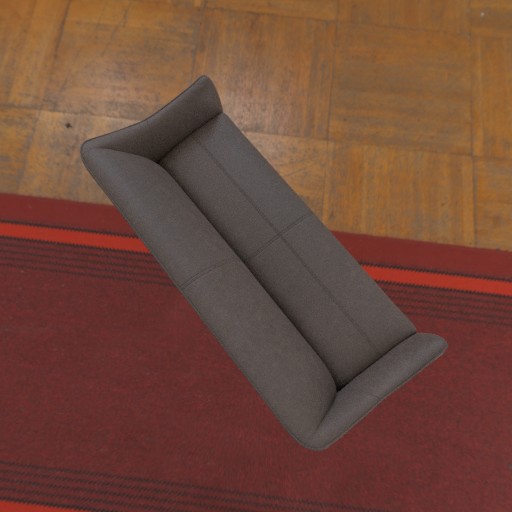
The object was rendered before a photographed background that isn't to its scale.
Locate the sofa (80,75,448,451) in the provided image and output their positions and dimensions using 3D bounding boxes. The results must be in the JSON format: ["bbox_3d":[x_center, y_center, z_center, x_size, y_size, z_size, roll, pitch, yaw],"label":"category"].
[{"bbox_3d":[0.000,0.000,2.402,0.869,0.831,1.928,-38,78,-10],"label":"sofa"}]
